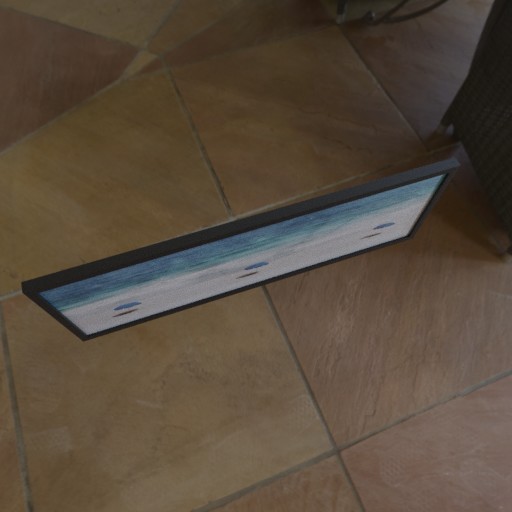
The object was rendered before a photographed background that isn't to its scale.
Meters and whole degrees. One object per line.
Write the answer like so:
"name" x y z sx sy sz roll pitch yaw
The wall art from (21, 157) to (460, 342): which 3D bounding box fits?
"wall art" 0.000 0.000 1.769 1.572 0.554 0.041 -17 64 -8
